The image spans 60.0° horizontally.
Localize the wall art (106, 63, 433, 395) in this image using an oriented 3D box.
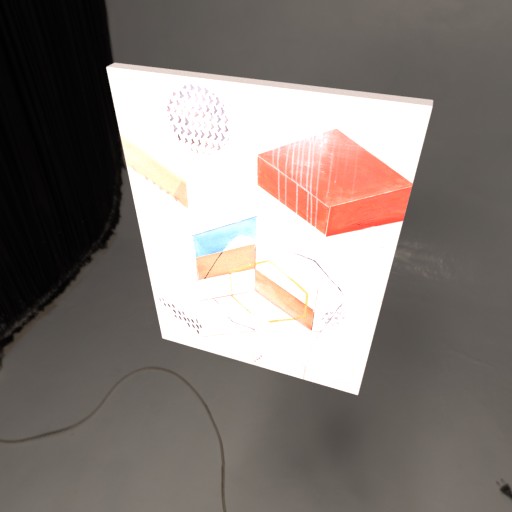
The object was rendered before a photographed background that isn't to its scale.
[{"bbox_3d":[0.000,0.000,1.585,0.914,1.221,0.046,13,41,15],"label":"wall art"}]
